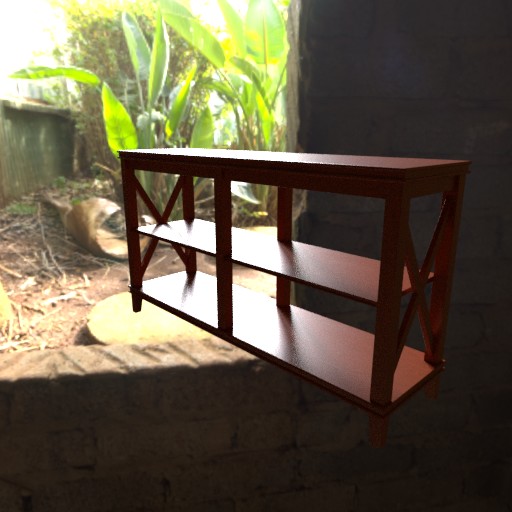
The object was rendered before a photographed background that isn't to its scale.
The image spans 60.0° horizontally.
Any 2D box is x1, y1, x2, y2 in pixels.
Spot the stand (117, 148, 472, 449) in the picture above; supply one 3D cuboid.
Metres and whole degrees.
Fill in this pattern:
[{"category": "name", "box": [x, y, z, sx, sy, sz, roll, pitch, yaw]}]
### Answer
[{"category": "stand", "box": [0.000, 0.000, 1.706, 0.381, 0.762, 1.372, -15, 21, -42]}]
